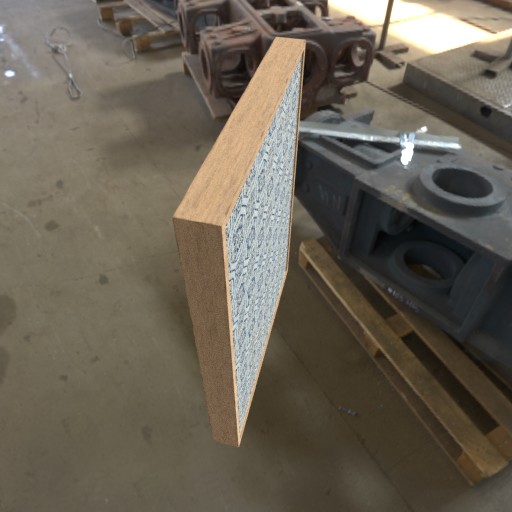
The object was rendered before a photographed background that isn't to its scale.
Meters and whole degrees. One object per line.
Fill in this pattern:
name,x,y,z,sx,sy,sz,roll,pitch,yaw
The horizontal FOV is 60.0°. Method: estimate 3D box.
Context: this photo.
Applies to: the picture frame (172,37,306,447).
picture frame,0.000,0.000,0.721,0.046,0.526,0.421,11,48,10
